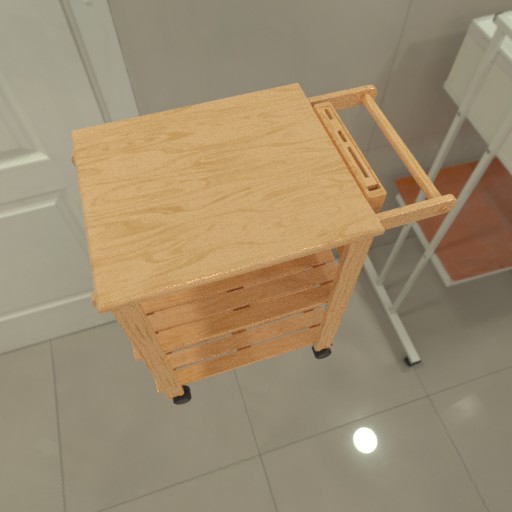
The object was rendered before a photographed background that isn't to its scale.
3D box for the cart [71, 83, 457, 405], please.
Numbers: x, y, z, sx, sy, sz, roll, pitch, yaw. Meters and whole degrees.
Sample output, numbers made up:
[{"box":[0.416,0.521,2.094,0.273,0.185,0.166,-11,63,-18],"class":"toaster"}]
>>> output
[{"box":[0.000,0.000,1.383,0.843,0.816,0.520,-15,59,-9],"class":"cart"}]
